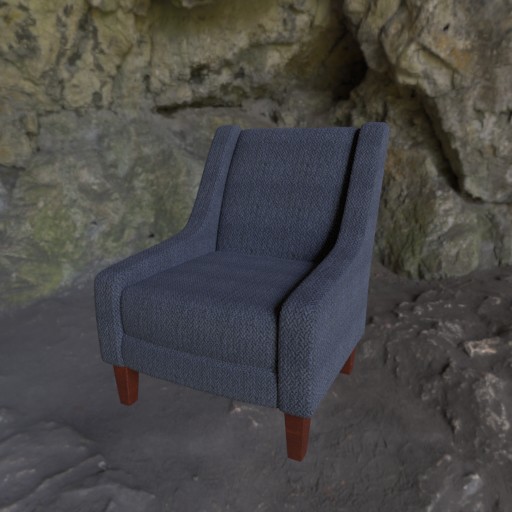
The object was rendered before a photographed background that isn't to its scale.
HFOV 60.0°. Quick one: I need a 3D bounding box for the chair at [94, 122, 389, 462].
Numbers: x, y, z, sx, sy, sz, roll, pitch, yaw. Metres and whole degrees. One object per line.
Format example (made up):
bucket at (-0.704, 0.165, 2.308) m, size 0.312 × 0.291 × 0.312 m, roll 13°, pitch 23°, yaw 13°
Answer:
chair at (0.000, 0.000, 1.716) m, size 0.793 × 1.012 × 0.944 m, roll 7°, pitch 16°, yaw 25°
